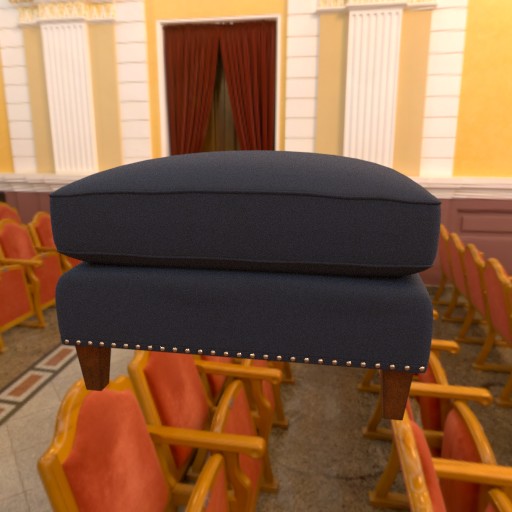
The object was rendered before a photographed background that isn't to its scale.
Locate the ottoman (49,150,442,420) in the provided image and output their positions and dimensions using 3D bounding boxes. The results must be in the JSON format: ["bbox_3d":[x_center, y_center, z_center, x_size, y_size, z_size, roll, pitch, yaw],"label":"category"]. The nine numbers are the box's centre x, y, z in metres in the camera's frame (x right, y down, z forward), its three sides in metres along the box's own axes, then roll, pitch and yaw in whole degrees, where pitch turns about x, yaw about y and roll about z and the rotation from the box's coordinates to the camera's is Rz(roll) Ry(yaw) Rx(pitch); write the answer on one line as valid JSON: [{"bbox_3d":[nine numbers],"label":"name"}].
[{"bbox_3d":[0.000,0.000,1.106,0.741,0.513,0.584,2,14,10],"label":"ottoman"}]
